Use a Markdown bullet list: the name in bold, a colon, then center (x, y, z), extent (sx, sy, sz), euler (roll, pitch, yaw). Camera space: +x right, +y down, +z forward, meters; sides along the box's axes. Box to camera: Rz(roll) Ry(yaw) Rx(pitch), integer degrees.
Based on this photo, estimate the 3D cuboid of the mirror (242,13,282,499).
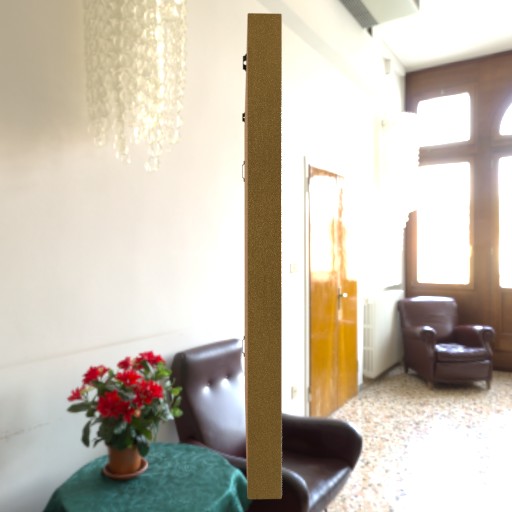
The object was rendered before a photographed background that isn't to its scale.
- **mirror**: center (0.000, 0.000, 0.665), extent (0.041, 0.508, 0.405), euler (0, 0, -2)
